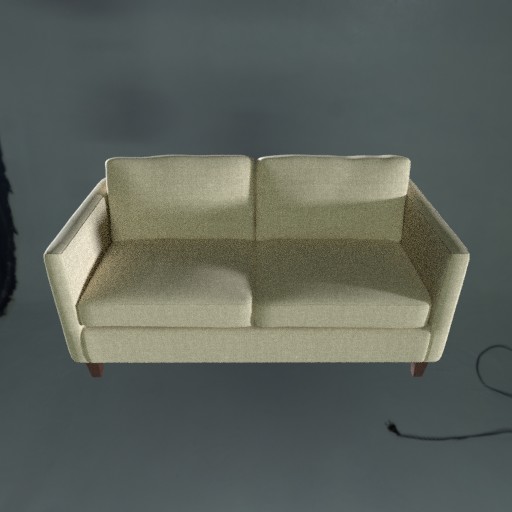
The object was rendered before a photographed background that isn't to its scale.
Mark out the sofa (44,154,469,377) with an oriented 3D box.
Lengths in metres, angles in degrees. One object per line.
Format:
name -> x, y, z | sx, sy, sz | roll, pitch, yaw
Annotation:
sofa -> 0.000, 0.000, 2.429 | 1.884, 0.963, 0.950 | 0, 31, 0
